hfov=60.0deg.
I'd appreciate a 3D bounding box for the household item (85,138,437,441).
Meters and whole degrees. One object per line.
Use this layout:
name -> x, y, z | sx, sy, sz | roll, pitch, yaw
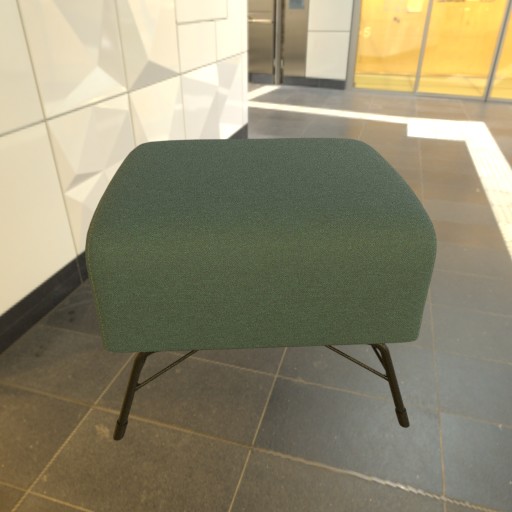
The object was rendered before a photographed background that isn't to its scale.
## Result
household item -> 0.000, 0.000, 0.905 | 0.530, 0.420, 0.530 | -2, 30, -3
